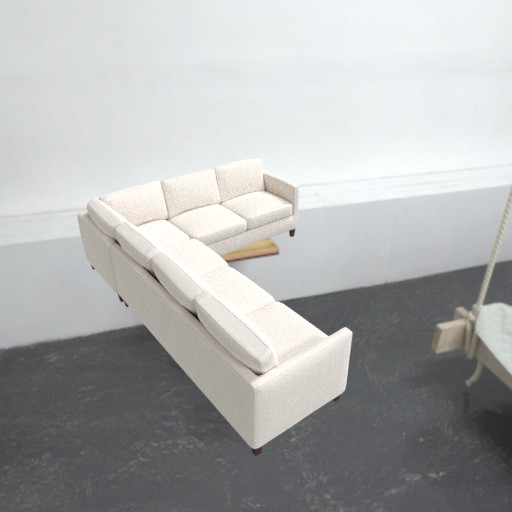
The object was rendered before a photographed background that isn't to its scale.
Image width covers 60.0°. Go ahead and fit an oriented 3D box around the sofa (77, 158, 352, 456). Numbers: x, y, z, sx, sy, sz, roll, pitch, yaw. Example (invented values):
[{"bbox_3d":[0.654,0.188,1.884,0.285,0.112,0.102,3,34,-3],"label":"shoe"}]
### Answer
[{"bbox_3d":[0.000,0.000,4.632,2.593,0.947,3.302,-21,36,-32],"label":"sofa"}]
